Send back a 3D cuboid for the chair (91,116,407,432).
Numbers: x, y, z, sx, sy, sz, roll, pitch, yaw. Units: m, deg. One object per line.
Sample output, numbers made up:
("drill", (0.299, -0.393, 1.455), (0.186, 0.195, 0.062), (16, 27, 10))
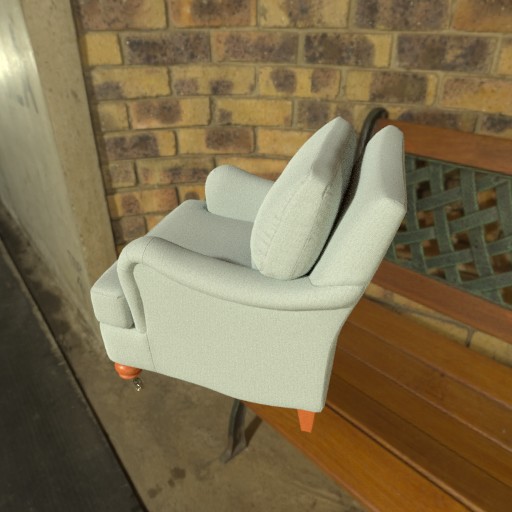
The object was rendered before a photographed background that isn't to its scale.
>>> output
("chair", (0.000, 0.000, 1.872), (1.070, 1.038, 0.955), (8, 30, 14))
